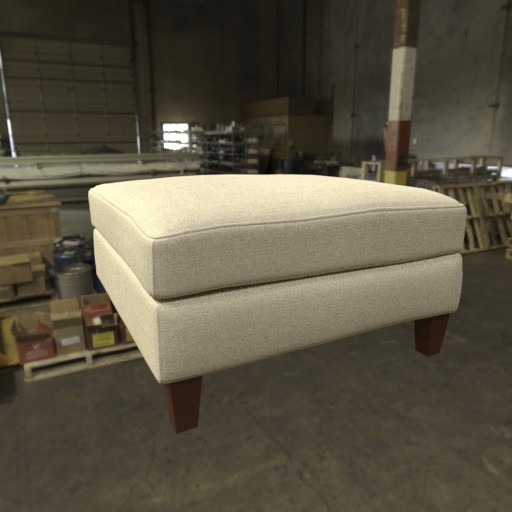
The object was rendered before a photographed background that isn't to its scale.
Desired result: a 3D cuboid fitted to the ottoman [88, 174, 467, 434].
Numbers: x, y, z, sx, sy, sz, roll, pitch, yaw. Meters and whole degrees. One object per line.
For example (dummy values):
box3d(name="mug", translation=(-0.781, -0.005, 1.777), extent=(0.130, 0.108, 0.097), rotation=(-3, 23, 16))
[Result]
box3d(name="ottoman", translation=(0.000, 0.000, 1.336), extent=(0.838, 0.478, 0.838), rotation=(-8, 17, -26))
